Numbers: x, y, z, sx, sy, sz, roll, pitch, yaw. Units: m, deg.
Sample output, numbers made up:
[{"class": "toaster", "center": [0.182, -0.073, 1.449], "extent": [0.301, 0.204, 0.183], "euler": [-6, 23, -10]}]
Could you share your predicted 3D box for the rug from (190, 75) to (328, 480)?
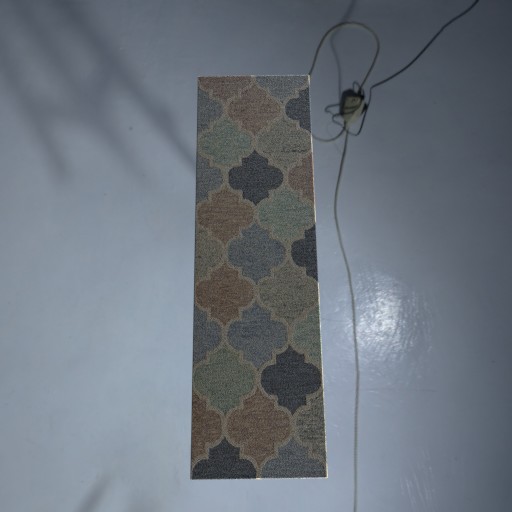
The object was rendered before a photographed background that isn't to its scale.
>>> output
[{"class": "rug", "center": [0.000, 0.000, 2.473], "extent": [0.687, 0.011, 2.287], "euler": [-1, 77, 0]}]
